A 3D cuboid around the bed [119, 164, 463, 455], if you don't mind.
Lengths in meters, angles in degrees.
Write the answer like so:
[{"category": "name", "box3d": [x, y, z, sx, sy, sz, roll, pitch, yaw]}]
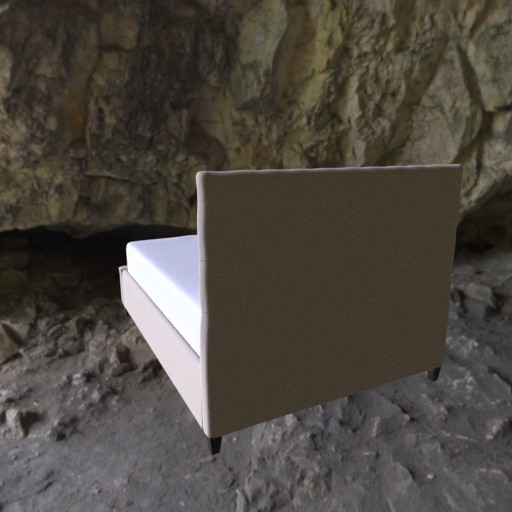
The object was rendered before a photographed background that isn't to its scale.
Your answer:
[{"category": "bed", "box3d": [0.000, 0.000, 3.390, 1.696, 1.426, 2.233, -7, 16, -26]}]
